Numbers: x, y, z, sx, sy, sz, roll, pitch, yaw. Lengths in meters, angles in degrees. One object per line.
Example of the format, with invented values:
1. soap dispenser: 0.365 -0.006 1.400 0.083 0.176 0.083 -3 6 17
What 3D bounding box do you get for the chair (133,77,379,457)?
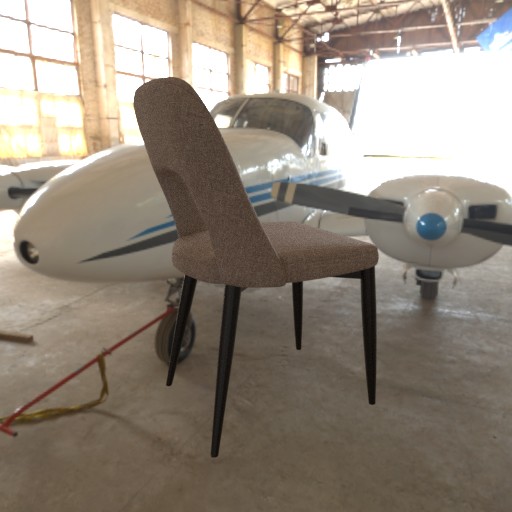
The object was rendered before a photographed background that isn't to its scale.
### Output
1. chair: 0.000 0.000 1.295 0.612 0.931 0.470 -7 16 -27
